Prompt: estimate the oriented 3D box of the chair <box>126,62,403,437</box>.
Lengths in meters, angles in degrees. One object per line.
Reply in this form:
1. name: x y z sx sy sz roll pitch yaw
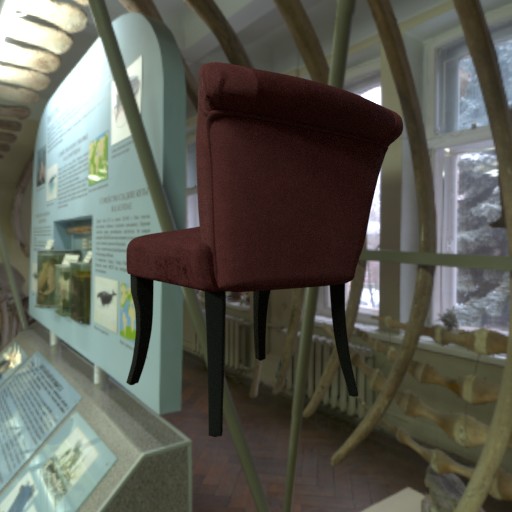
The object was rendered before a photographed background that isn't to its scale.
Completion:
1. chair: 0.000 0.000 1.181 0.582 0.750 0.605 -1 2 -36
